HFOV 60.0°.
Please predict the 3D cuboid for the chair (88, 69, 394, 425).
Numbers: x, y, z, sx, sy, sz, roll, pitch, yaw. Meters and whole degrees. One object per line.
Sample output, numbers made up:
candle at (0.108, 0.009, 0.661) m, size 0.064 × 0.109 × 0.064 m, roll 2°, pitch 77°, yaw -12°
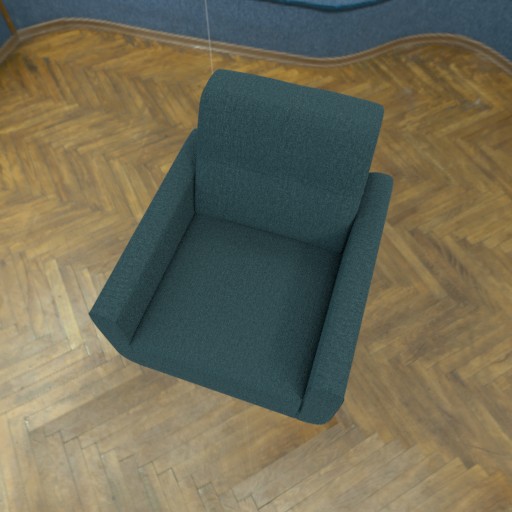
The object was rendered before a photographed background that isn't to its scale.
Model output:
chair at (0.000, 0.000, 1.733) m, size 0.880 × 0.940 × 0.964 m, roll 16°, pitch 61°, yaw 9°
